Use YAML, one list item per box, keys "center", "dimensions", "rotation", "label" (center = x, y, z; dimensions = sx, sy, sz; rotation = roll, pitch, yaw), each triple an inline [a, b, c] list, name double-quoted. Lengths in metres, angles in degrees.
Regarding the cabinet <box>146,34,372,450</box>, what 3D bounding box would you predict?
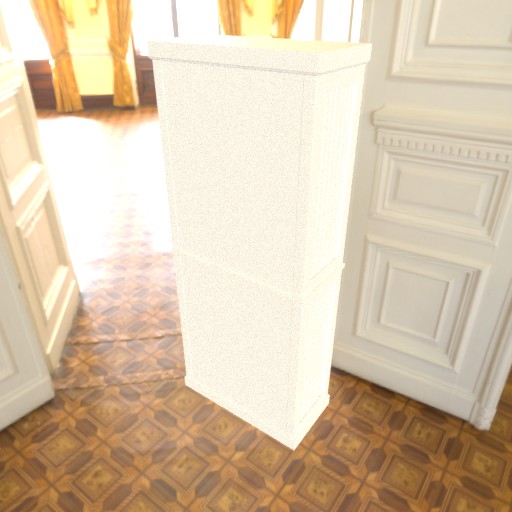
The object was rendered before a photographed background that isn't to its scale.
- center: [0.000, 0.000, 2.095]
  dimensions: [0.754, 1.829, 0.390]
  rotation: [20, 36, 30]
  label: "cabinet"
